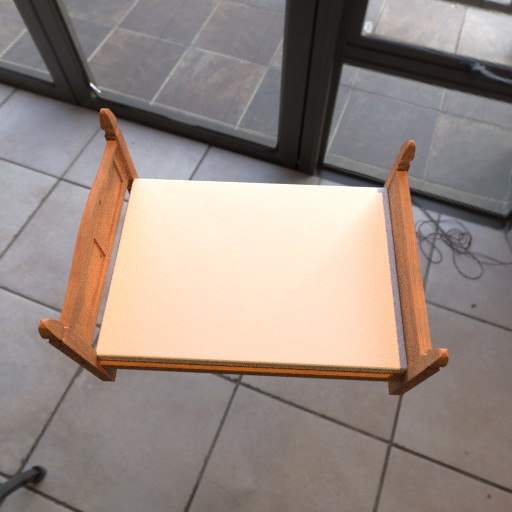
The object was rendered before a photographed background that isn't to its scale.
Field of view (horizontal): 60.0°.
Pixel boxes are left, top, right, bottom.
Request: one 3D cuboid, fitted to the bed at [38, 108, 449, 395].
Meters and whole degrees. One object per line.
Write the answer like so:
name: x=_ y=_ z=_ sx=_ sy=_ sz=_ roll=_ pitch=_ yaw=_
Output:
bed: x=0.000 y=0.000 z=2.916 sx=2.069 sy=1.100 sz=1.490 roll=2 pitch=62 yaw=1
